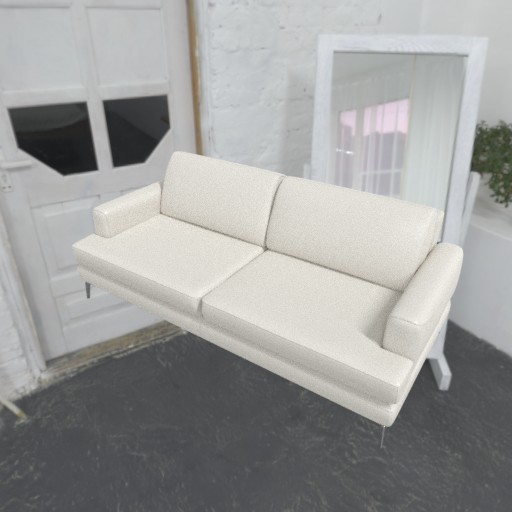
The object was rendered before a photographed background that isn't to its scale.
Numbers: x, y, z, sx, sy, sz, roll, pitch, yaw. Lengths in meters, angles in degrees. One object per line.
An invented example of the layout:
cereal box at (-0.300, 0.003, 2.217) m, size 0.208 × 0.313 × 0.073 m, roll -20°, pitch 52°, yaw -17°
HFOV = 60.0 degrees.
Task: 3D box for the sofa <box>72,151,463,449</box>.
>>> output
sofa at (0.000, 0.000, 2.411) m, size 1.940 × 0.765 × 0.974 m, roll 19°, pitch 35°, yaw 29°
